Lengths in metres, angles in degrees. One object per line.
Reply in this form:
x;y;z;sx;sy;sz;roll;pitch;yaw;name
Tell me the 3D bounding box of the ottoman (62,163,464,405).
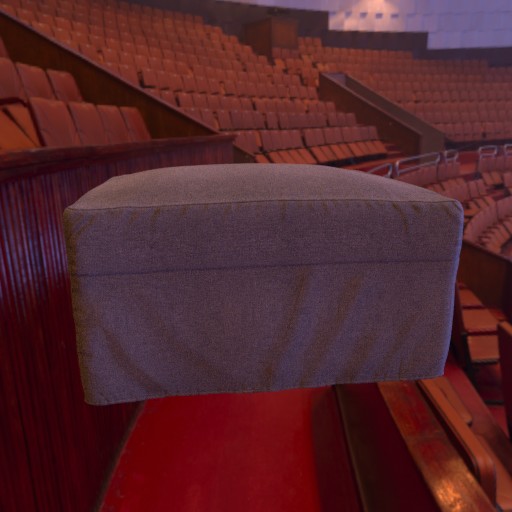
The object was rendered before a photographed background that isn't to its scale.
0.000;0.000;1.231;0.833;0.492;0.652;-2;17;-7;ottoman
